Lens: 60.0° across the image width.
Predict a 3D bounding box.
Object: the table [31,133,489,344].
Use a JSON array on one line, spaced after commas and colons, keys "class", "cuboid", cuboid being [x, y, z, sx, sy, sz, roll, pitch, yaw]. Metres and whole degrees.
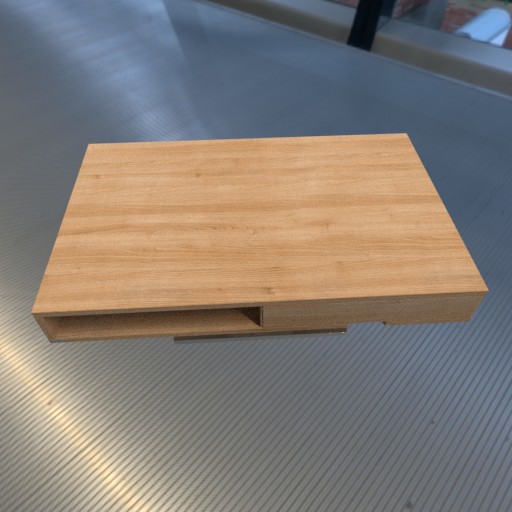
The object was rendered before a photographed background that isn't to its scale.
[{"class": "table", "cuboid": [0.000, 0.000, 1.459, 1.100, 0.440, 0.700, -3, 48, -2]}]
